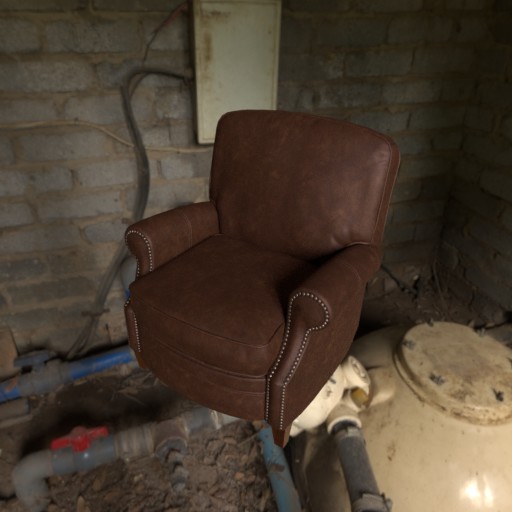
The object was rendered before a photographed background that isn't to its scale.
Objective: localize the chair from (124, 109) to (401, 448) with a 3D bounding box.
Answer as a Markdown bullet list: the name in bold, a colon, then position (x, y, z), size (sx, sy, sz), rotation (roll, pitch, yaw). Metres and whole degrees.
- **chair**: position (0.000, 0.000, 1.806), size (0.936, 1.018, 0.986), rotation (19, 35, 29)
